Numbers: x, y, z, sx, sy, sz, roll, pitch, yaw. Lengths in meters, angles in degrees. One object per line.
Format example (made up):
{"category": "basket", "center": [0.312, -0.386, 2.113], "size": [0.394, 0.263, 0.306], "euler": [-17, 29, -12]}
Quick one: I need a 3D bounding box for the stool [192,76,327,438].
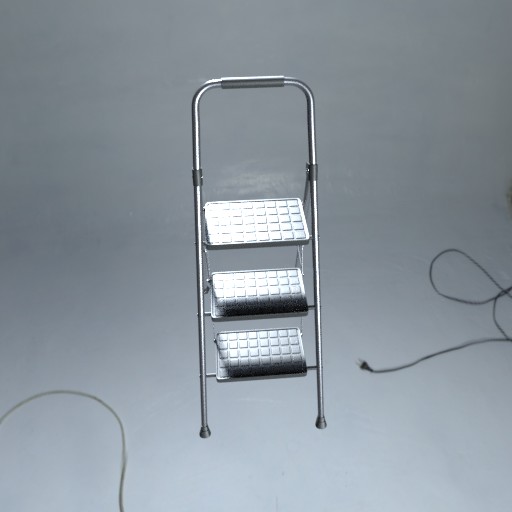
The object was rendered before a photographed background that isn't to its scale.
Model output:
{"category": "stool", "center": [0.000, 0.000, 1.488], "size": [0.473, 1.121, 0.733], "euler": [-3, 45, -3]}
